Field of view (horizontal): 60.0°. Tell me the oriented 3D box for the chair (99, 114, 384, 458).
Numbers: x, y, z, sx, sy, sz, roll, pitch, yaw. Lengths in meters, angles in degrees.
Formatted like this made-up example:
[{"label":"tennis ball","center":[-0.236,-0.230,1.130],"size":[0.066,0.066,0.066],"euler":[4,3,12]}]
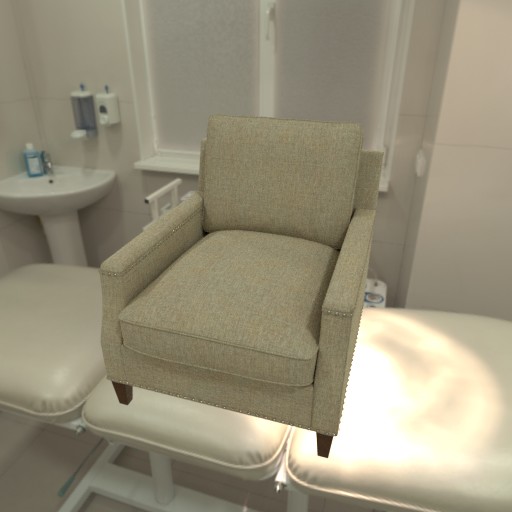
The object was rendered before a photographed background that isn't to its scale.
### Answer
[{"label":"chair","center":[0.000,0.000,1.755],"size":[0.853,0.943,1.014],"euler":[8,28,16]}]
